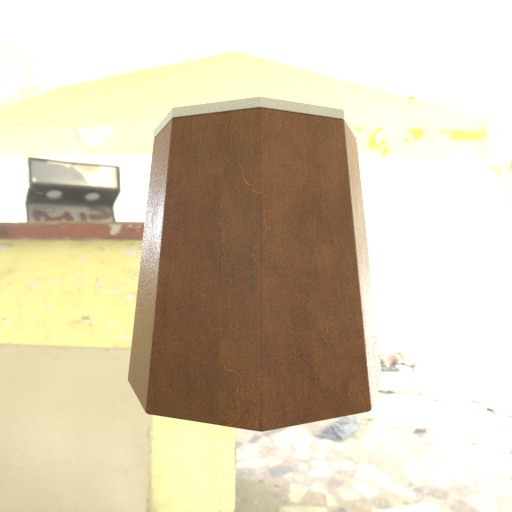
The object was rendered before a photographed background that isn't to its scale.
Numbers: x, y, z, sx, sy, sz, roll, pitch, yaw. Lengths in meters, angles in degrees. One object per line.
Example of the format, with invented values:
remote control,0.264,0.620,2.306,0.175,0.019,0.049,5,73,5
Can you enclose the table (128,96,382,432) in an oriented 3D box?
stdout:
table,0.000,0.000,0.814,0.439,0.457,0.439,0,1,19
